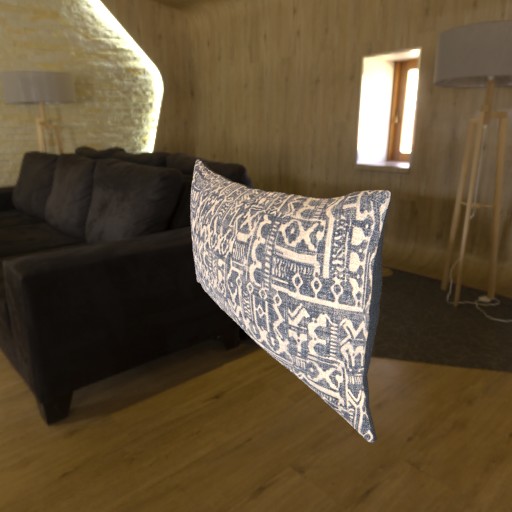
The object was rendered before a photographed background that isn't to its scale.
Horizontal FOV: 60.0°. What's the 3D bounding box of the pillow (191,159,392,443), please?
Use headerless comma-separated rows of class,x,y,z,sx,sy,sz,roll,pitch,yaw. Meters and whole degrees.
pillow,0.000,0.000,0.745,0.148,0.292,0.631,-7,17,-25
